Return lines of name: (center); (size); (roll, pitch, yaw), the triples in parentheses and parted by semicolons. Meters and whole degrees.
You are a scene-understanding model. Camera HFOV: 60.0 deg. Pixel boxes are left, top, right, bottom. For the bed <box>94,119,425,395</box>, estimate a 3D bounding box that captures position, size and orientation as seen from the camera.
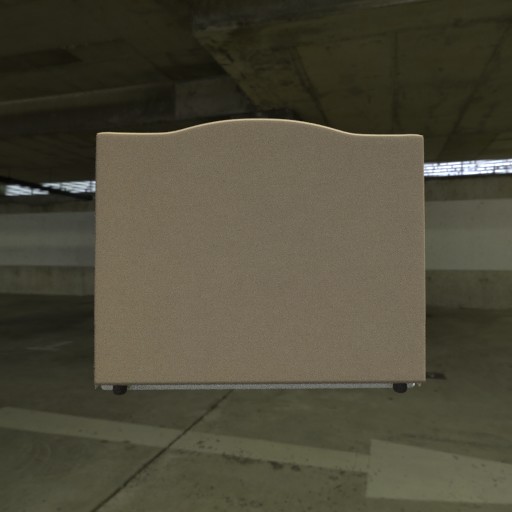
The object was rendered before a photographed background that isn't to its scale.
bed: (0.000, 0.000, 3.414); (1.821, 1.436, 2.282); (0, 0, -1)
